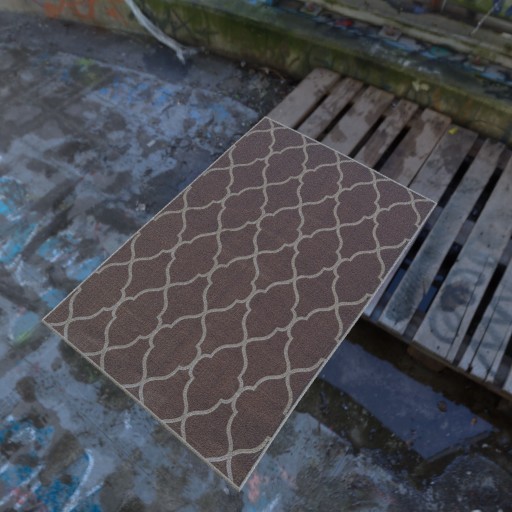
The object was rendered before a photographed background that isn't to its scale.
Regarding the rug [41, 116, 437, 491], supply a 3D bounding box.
[{"bbox_3d":[0.000,0.000,2.912,1.528,0.014,2.294,32,63,19],"label":"rug"}]
